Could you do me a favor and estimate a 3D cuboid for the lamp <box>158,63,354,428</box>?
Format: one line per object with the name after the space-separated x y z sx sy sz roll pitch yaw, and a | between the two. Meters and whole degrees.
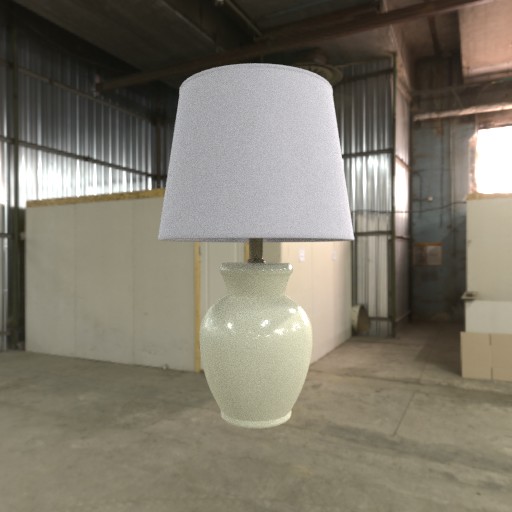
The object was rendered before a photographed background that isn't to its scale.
0.000 0.000 0.553 0.239 0.399 0.239 0 1 0 | lamp
